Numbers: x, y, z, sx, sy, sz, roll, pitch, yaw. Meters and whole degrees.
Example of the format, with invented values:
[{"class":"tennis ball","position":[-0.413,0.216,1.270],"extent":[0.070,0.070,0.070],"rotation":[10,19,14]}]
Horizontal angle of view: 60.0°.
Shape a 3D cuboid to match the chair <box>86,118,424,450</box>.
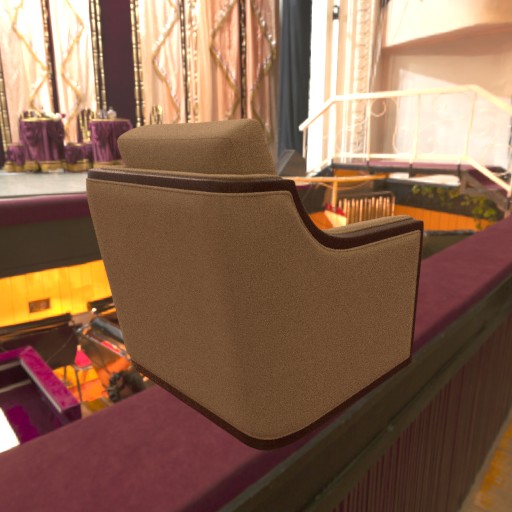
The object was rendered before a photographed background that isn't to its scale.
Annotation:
[{"class":"chair","position":[0.000,0.000,1.635],"extent":[0.950,0.930,0.870],"rotation":[-13,19,-43]}]
